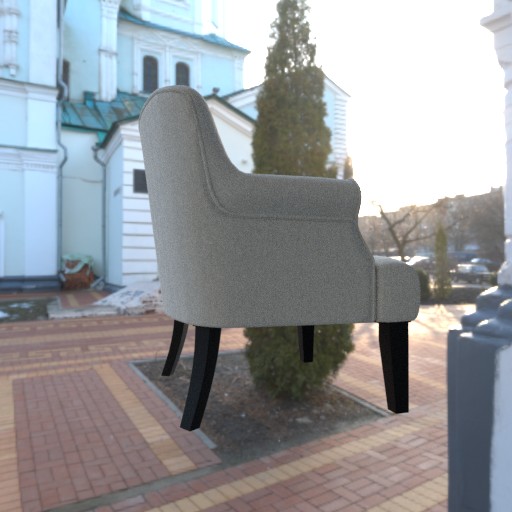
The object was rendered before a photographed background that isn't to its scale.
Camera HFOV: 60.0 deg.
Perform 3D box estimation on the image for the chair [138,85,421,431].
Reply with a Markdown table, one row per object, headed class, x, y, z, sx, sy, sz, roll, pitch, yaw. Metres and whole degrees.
| class | x | y | z | sx | sy | sz | roll | pitch | yaw |
| --- | --- | --- | --- | --- | --- | --- | --- | --- | --- |
| chair | 0.000 | 0.000 | 1.460 | 0.750 | 0.875 | 0.781 | 0 | -1 | -17 |
